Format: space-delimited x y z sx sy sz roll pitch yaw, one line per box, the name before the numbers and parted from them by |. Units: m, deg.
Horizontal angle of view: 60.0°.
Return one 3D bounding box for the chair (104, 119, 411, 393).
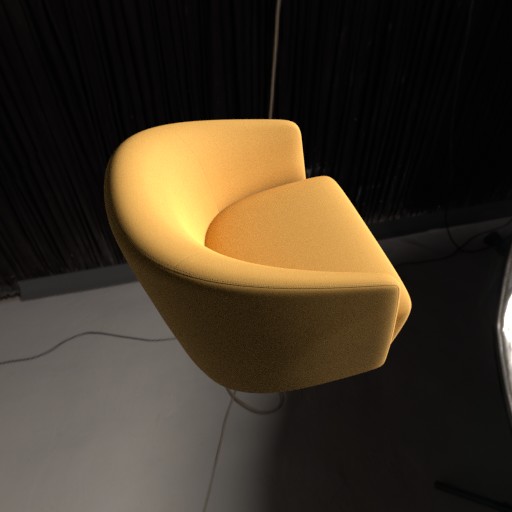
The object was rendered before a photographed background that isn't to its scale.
chair | 0.000 0.000 1.373 0.767 0.698 0.773 -10 46 -10
